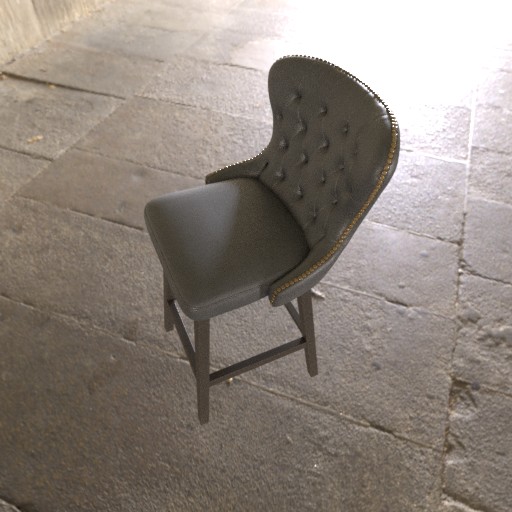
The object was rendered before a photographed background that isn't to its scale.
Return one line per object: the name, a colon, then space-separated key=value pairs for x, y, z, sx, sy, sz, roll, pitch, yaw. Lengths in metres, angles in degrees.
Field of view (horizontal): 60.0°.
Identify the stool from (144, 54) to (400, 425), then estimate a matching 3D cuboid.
stool: x=0.000 y=0.000 z=1.325 sx=0.593 sy=0.971 sz=0.528 roll=-18 pitch=50 yaw=-16
